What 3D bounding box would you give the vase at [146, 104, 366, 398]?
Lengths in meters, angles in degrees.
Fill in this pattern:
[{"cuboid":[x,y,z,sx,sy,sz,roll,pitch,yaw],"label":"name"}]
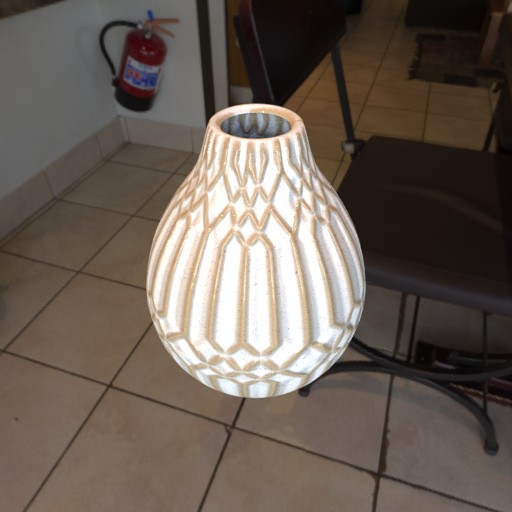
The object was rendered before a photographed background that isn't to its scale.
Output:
[{"cuboid":[0.000,0.000,0.315,0.159,0.200,0.159,0,40,0],"label":"vase"}]
